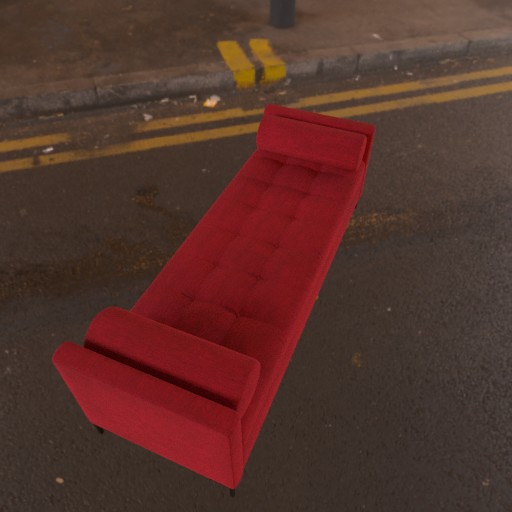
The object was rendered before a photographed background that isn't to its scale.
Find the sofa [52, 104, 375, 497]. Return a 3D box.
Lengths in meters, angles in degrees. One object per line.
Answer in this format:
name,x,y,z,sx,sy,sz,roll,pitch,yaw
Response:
sofa,0.000,0.000,2.257,0.686,0.635,1.981,17,48,16
